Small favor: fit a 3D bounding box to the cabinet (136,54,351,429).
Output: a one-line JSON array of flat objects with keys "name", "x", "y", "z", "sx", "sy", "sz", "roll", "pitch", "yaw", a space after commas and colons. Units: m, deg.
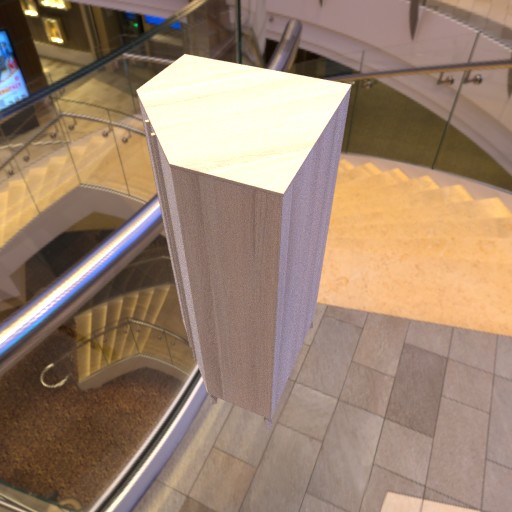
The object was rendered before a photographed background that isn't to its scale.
[{"name": "cabinet", "x": 0.000, "y": 0.000, "z": 2.671, "sx": 0.969, "sy": 1.957, "sz": 1.272, "roll": -16, "pitch": 48, "yaw": -15}]
